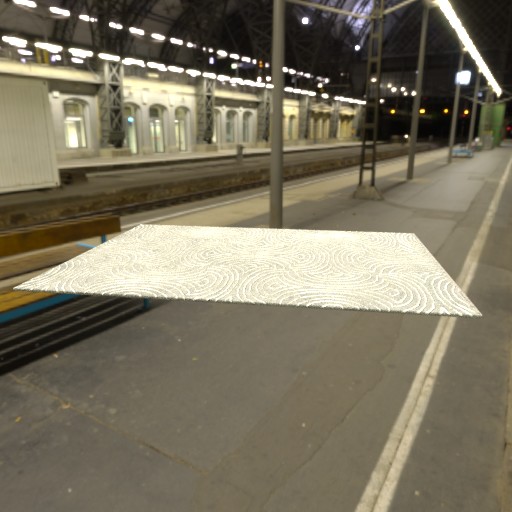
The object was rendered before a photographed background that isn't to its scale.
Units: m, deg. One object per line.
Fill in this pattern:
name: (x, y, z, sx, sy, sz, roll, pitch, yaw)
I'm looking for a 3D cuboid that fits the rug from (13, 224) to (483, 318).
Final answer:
rug: (0.000, 0.000, 2.724, 2.144, 0.015, 1.543, 2, 16, 9)
